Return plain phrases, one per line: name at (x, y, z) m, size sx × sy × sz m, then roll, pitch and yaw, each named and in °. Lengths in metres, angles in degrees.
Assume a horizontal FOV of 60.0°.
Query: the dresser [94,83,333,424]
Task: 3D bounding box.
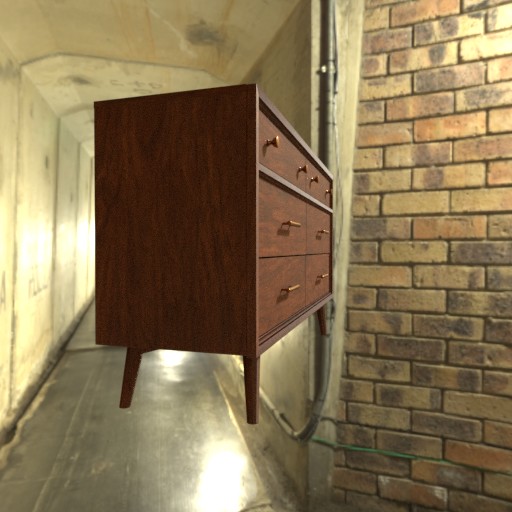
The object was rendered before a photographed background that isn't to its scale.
dresser at (0.000, 0.000, 1.884) m, size 0.500 × 0.889 × 1.472 m, roll 0°, pitch 1°, yaw 17°
